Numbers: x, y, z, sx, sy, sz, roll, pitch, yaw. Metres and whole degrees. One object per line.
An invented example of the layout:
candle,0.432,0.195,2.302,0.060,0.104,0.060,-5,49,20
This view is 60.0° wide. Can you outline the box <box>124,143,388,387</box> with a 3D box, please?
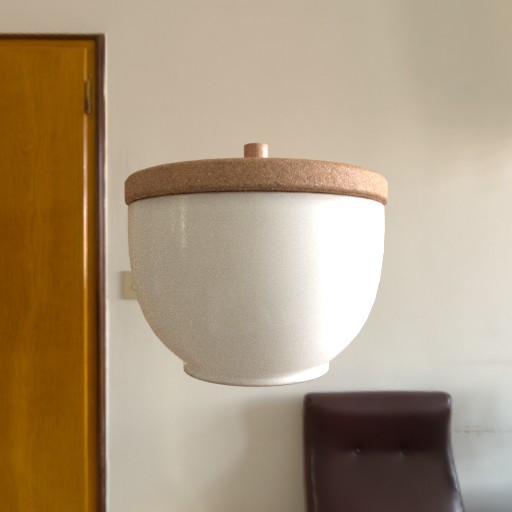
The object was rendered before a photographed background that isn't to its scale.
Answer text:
box,0.000,0.000,0.188,0.107,0.094,0.107,0,0,0
